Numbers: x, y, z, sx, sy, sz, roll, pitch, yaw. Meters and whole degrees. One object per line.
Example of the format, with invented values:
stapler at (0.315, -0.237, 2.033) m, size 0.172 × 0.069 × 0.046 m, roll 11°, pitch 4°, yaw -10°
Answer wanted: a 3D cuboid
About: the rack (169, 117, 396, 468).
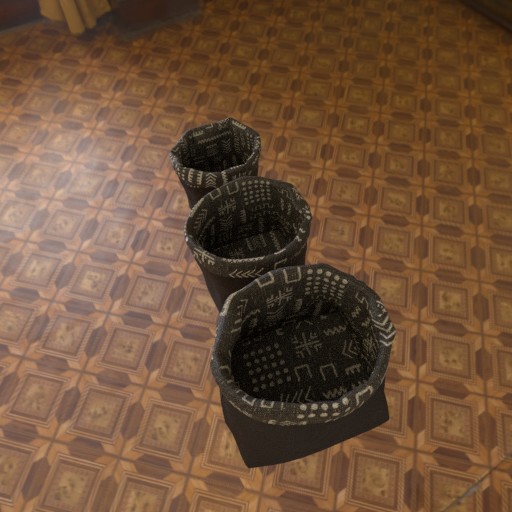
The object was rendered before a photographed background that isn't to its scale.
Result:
rack at (0.000, 0.000, 1.103) m, size 0.379 × 0.323 × 0.905 m, roll -17°, pitch 60°, yaw -10°
